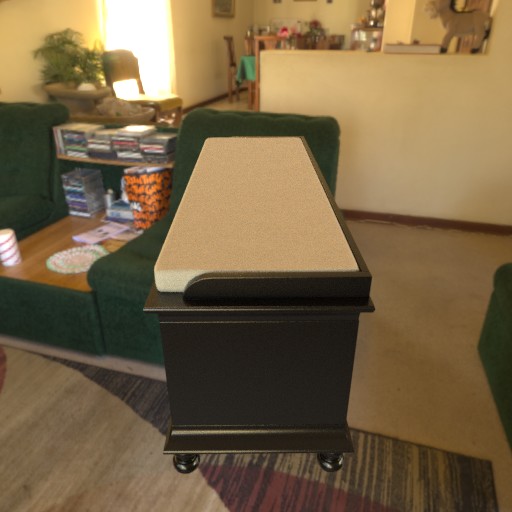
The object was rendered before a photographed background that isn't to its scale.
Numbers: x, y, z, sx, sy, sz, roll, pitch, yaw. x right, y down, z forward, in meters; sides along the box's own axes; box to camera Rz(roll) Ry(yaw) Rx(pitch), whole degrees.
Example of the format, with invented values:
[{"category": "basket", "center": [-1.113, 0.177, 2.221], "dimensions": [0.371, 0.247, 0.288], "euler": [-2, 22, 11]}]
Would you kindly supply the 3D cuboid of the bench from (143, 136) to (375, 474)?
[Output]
[{"category": "bench", "center": [0.000, 0.000, 1.384], "dimensions": [0.402, 0.501, 1.185], "euler": [0, 27, -1]}]
